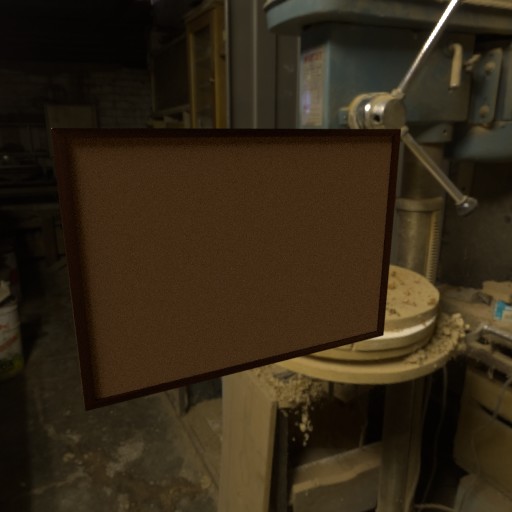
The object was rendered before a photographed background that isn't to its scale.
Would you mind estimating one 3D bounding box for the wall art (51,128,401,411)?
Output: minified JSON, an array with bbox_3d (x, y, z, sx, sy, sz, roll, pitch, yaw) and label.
[{"bbox_3d":[0.000,0.000,0.551,0.431,0.304,0.012,-8,17,-25],"label":"wall art"}]
